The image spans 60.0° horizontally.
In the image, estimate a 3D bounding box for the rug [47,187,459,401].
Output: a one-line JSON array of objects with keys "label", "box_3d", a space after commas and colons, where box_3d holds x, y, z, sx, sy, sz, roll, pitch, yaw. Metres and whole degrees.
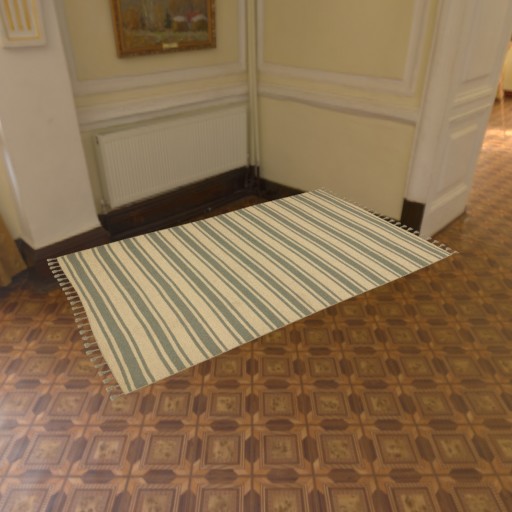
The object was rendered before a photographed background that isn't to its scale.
[{"label": "rug", "box_3d": [0.000, 0.000, 2.575, 2.084, 0.009, 1.222, -18, 35, -28]}]
